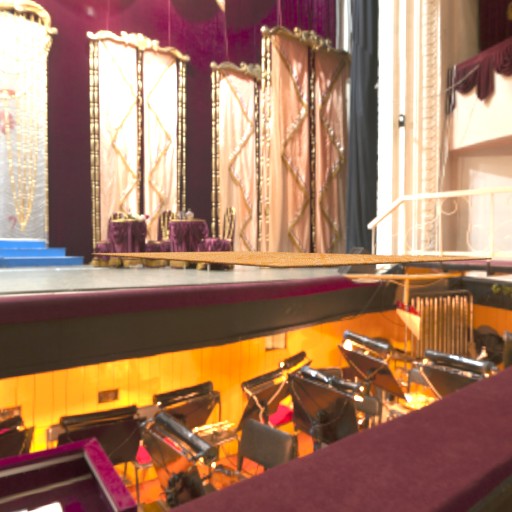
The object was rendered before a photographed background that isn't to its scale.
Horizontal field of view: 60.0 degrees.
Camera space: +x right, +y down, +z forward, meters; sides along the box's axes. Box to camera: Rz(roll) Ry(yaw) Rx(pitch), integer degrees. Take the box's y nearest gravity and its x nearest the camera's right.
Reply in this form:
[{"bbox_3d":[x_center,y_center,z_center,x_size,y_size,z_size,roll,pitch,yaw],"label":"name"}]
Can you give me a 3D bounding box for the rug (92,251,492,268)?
[{"bbox_3d":[0.000,0.000,3.016,1.511,0.010,2.424,-1,2,-36],"label":"rug"}]
